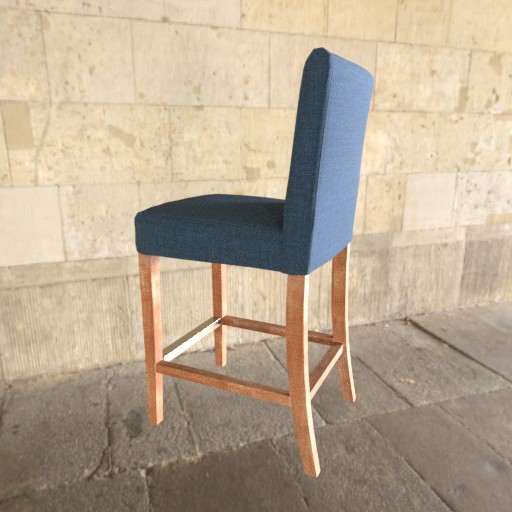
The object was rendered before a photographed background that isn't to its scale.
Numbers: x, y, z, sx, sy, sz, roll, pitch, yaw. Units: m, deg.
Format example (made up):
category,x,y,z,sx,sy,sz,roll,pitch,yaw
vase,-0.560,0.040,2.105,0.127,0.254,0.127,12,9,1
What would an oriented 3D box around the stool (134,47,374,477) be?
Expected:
category,x,y,z,sx,sy,sz,roll,pitch,yaw
stool,0.000,0.000,1.316,0.567,1.039,0.454,7,17,25
